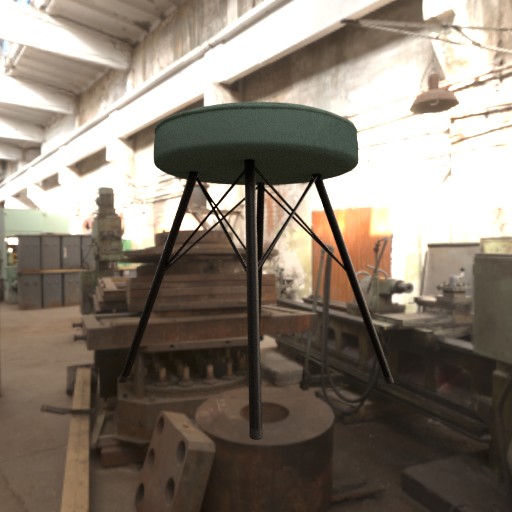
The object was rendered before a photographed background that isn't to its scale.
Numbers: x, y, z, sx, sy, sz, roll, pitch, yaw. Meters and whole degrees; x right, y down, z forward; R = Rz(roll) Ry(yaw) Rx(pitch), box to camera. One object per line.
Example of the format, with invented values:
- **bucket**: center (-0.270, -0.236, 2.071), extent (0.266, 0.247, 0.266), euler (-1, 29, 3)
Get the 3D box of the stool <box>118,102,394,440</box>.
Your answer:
- **stool**: center (0.000, 0.000, 0.906), extent (0.457, 0.519, 0.458), euler (0, 0, -36)
